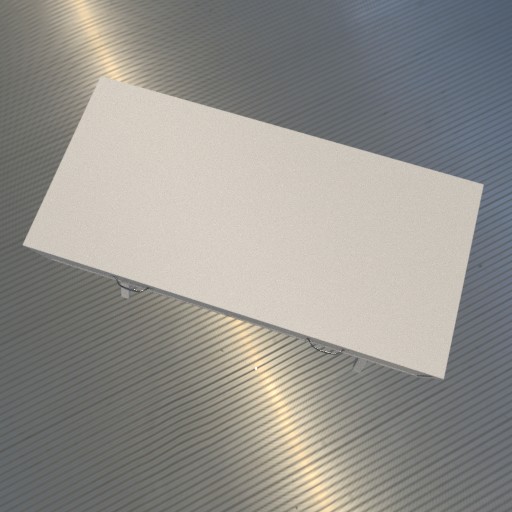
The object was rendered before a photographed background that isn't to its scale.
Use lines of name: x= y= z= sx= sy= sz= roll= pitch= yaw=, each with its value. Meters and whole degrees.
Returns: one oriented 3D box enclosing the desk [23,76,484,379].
desk: x=0.000 y=0.000 z=1.490 sx=1.057 sy=0.780 sz=0.525 roll=17 pitch=76 yaw=4
